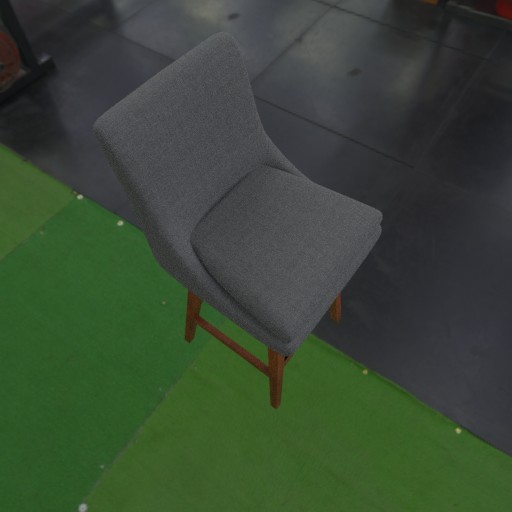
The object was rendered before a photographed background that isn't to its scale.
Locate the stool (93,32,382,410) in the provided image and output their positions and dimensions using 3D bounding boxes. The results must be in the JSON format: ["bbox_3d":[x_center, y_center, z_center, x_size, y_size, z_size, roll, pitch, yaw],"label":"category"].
[{"bbox_3d":[0.000,0.000,1.252,0.524,0.977,0.447,33,63,19],"label":"stool"}]
